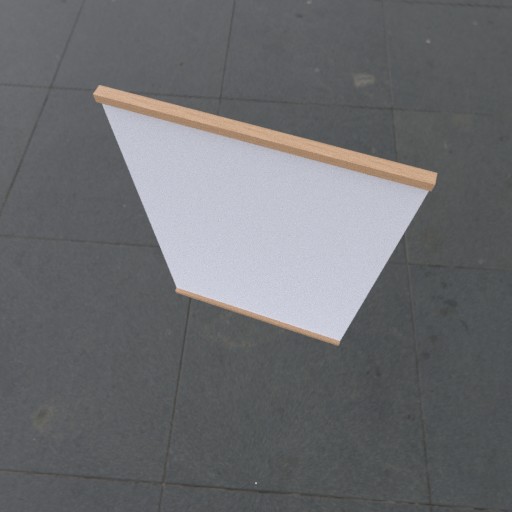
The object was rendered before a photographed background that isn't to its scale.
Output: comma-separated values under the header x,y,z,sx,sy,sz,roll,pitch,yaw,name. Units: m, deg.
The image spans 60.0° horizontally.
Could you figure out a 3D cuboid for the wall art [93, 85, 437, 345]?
x,y,z,sx,sy,sz,roll,pitch,yaw,name
0.000,0.000,0.768,0.401,0.611,0.016,17,64,9,wall art
